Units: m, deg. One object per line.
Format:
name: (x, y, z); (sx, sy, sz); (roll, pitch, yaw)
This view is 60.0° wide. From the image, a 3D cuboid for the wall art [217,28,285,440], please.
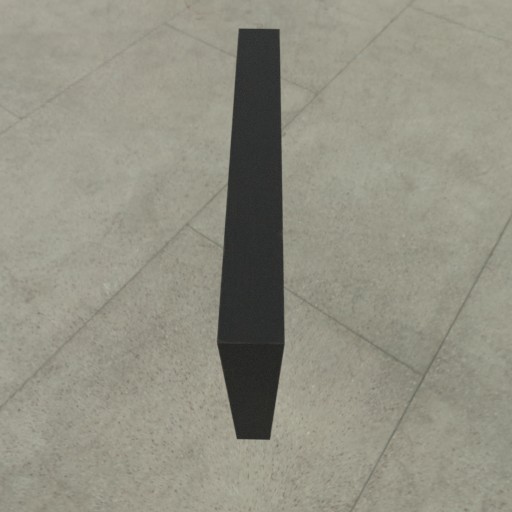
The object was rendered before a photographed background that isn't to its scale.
wall art: (0.000, 0.000, 0.458); (0.038, 0.305, 0.305); (1, 58, 1)
